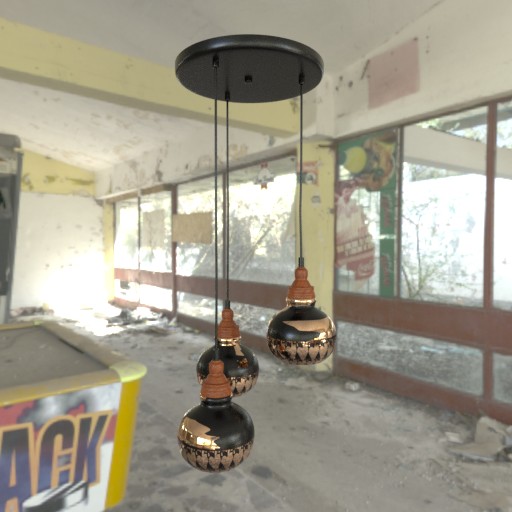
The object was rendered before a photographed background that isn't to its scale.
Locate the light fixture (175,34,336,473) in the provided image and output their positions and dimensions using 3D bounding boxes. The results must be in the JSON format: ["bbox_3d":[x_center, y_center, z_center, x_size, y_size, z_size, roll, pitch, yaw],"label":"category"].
[{"bbox_3d":[0.000,0.000,1.692,0.605,1.410,0.608,0,1,-1],"label":"light fixture"}]
